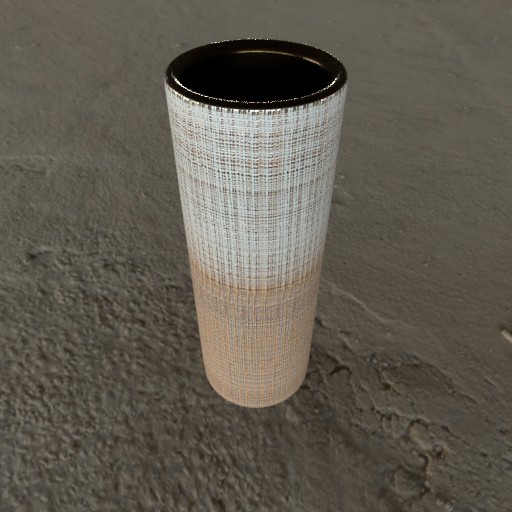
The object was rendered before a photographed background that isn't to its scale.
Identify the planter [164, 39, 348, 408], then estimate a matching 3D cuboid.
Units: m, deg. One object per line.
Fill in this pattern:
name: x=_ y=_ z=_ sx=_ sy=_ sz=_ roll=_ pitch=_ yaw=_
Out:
planter: x=0.000 y=0.000 z=0.333 sx=0.099 sy=0.278 sz=0.099 roll=0 pitch=43 yaw=0
